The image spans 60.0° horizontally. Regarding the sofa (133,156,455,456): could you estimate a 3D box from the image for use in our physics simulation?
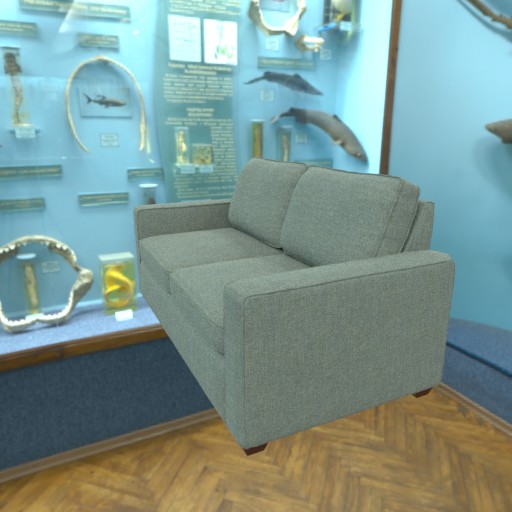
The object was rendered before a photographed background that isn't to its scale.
[{"bbox_3d":[0.000,0.000,2.282,0.945,0.915,1.706,-8,18,-25],"label":"sofa"}]
